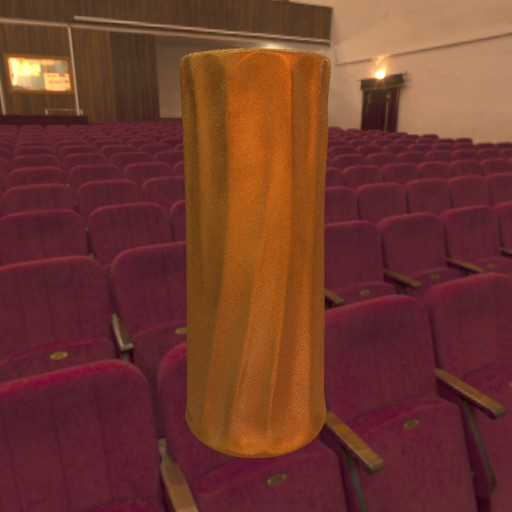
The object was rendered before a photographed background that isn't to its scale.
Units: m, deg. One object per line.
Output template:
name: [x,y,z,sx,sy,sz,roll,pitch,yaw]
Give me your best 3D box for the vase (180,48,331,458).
vase: [0.000,0.000,0.175,0.061,0.143,0.061,0,16,0]
